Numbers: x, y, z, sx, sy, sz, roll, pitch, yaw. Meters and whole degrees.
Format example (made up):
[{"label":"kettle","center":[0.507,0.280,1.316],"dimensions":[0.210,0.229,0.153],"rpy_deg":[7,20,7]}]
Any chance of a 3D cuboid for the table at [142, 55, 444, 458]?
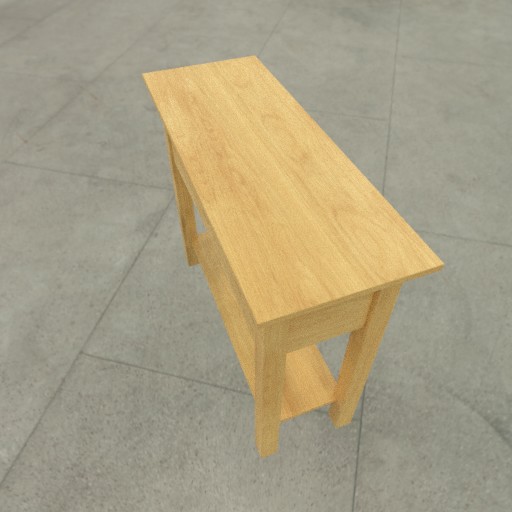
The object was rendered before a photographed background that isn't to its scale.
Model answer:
[{"label":"table","center":[0.000,0.000,1.260],"dimensions":[0.340,0.728,0.900],"rpy_deg":[-16,49,-14]}]
